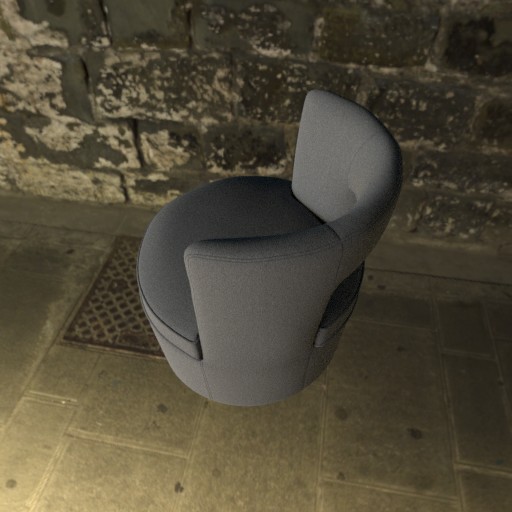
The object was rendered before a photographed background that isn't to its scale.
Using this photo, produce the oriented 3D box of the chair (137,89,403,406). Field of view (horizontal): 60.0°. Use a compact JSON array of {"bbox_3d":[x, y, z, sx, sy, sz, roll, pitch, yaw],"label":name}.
[{"bbox_3d":[0.000,0.000,1.262,0.660,0.719,0.689,18,49,16],"label":"chair"}]
